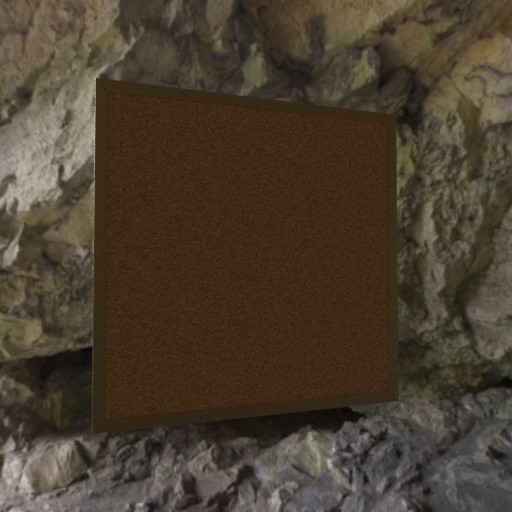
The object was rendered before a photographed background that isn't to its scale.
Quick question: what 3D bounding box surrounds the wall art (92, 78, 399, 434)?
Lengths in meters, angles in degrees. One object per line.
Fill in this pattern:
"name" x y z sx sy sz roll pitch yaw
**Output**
"wall art" 0.000 0.000 0.443 0.304 0.305 0.038 0 -2 -18
